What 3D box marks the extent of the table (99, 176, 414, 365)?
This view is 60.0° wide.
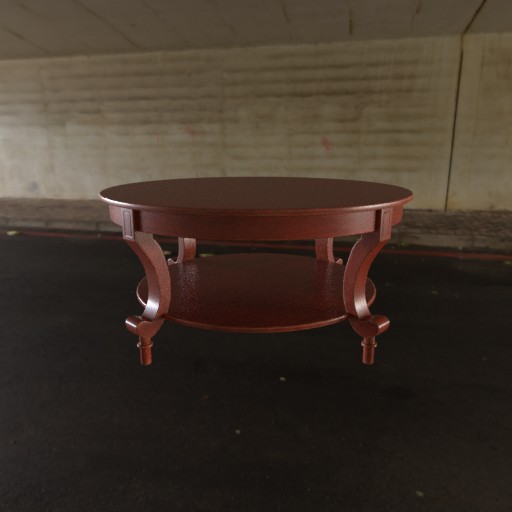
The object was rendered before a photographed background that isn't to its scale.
[{"bbox_3d":[0.000,0.000,1.587,1.029,0.486,1.029,0,14,0],"label":"table"}]
